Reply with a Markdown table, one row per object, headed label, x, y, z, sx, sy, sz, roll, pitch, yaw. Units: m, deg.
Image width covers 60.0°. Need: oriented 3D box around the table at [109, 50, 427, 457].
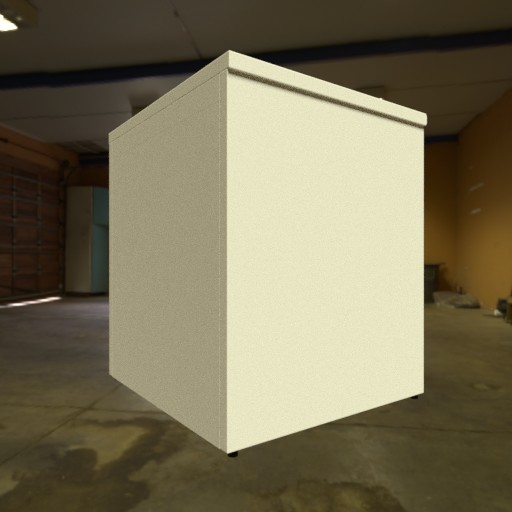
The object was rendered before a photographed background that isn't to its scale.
| label | x | y | z | sx | sy | sz | roll | pitch | yaw |
| --- | --- | --- | --- | --- | --- | --- | --- | --- | --- |
| table | 0.000 | 0.000 | 0.776 | 0.380 | 0.460 | 0.420 | 0 | 0 | -36 |
